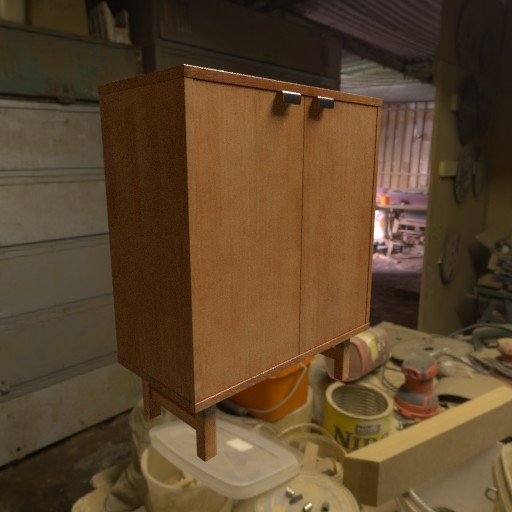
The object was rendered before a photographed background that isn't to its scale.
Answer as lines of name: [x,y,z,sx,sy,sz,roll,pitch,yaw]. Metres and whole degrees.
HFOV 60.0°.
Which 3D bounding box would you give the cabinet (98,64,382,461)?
cabinet: [0.000,0.000,1.437,0.800,1.001,0.419,-12,17,-43]
